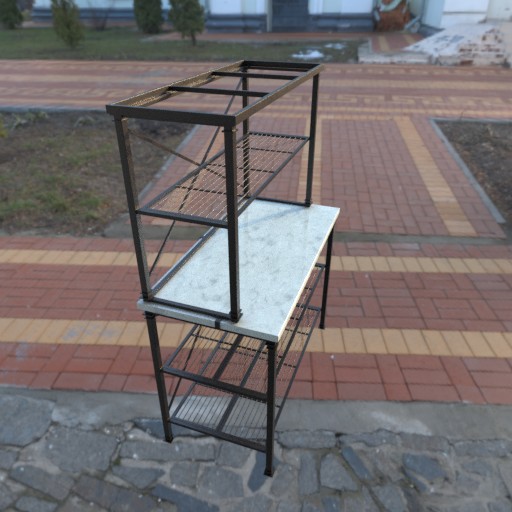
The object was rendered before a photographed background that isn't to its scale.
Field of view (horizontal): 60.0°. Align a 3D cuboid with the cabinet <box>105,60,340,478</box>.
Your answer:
[{"bbox_3d":[0.000,0.000,2.226,0.610,1.659,1.210,10,32,17],"label":"cabinet"}]
